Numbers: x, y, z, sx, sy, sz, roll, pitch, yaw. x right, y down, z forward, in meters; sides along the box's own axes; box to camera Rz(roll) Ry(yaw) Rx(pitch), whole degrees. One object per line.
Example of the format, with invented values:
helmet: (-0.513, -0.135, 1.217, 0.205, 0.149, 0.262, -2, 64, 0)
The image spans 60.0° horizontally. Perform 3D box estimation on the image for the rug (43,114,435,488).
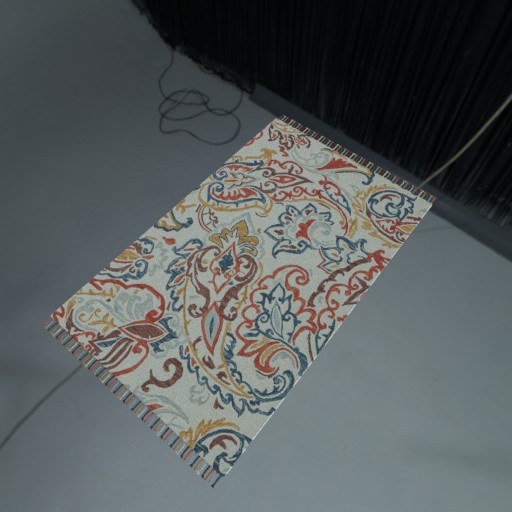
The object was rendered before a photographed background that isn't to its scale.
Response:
rug: (0.000, 0.000, 3.171, 1.523, 0.010, 2.584, 35, 65, 19)
